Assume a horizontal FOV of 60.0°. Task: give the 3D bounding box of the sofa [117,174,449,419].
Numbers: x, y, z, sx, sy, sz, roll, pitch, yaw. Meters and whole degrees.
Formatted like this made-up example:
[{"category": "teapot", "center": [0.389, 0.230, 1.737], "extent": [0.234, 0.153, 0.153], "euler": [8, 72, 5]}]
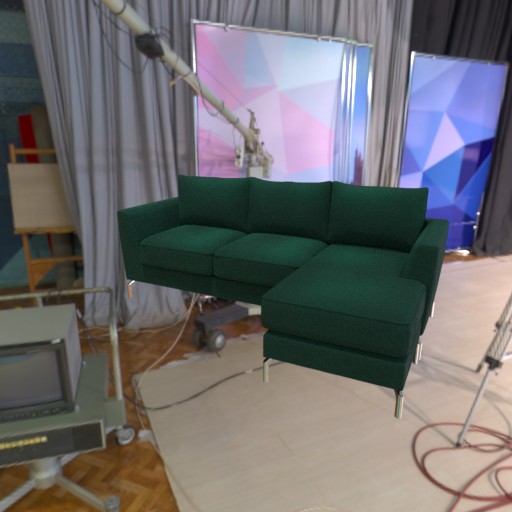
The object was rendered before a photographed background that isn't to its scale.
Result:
[{"category": "sofa", "center": [0.000, 0.000, 3.204], "extent": [2.441, 1.007, 1.489], "euler": [8, 18, 26]}]
